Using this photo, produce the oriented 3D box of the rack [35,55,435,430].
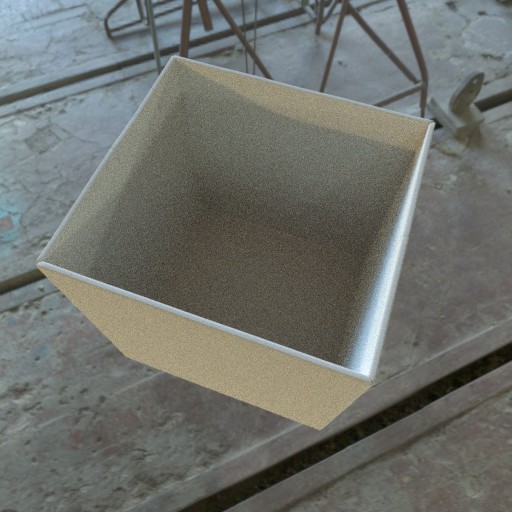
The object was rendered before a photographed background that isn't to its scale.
[{"bbox_3d":[0.000,0.000,0.498,0.270,0.280,0.270,18,64,9],"label":"rack"}]
